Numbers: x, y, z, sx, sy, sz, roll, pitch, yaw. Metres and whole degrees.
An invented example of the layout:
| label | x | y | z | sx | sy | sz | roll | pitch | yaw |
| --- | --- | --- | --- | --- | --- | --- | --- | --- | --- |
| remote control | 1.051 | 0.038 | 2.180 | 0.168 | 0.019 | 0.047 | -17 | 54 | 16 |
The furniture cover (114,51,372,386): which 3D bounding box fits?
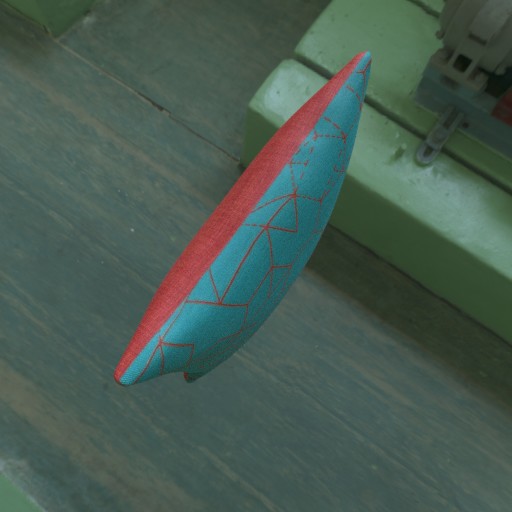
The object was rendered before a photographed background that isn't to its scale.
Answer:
| label | x | y | z | sx | sy | sz | roll | pitch | yaw |
| --- | --- | --- | --- | --- | --- | --- | --- | --- | --- |
| furniture cover | 0.000 | 0.000 | 0.768 | 0.158 | 0.508 | 0.517 | 34 | 77 | 9 |
